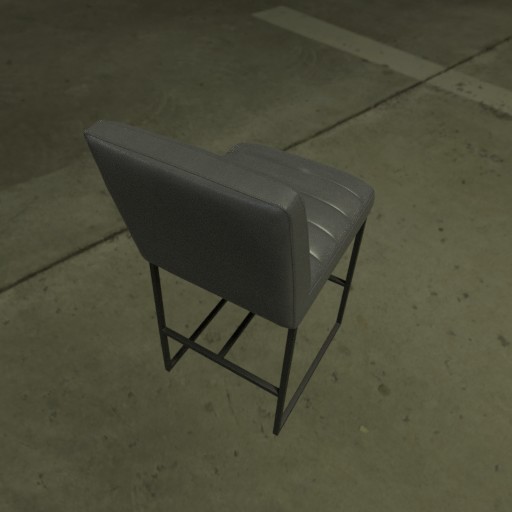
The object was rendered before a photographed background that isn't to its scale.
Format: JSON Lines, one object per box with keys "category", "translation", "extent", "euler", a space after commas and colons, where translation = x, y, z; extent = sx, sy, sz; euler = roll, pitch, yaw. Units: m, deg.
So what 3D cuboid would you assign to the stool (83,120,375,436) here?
{"category": "stool", "translation": [0.000, 0.000, 1.237], "extent": [0.457, 0.938, 0.552], "euler": [24, 51, 21]}
